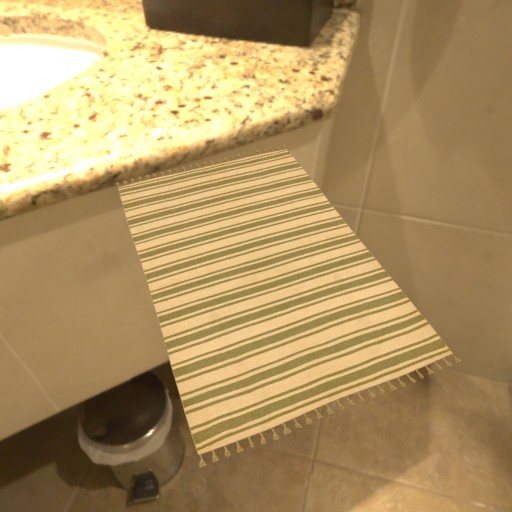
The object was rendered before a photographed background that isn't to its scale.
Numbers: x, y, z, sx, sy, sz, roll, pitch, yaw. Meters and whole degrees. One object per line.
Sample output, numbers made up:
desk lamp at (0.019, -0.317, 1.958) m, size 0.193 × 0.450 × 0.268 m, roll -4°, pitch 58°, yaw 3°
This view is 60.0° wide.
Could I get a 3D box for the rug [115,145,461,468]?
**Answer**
rug at (0.000, 0.000, 3.082) m, size 1.540 × 0.018 × 2.435 m, roll -16°, pitch 48°, yaw -15°
